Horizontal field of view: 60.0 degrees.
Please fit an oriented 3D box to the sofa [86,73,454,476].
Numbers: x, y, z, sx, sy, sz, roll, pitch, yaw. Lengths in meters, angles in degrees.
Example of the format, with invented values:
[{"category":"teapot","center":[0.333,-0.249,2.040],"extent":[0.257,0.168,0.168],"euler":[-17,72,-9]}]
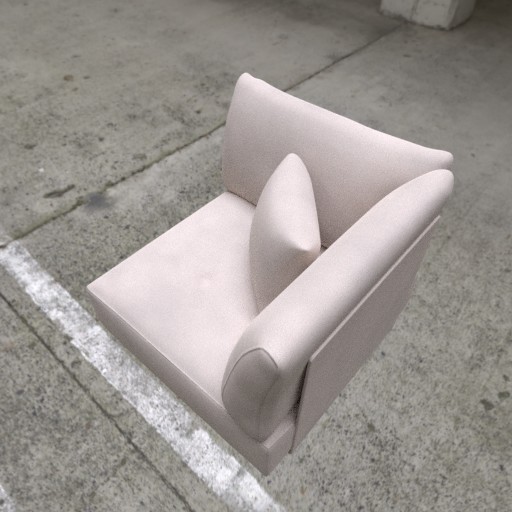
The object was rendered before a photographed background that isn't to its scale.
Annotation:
[{"category":"sofa","center":[0.000,0.000,1.678],"extent":[1.000,0.820,1.000],"euler":[33,55,27]}]
